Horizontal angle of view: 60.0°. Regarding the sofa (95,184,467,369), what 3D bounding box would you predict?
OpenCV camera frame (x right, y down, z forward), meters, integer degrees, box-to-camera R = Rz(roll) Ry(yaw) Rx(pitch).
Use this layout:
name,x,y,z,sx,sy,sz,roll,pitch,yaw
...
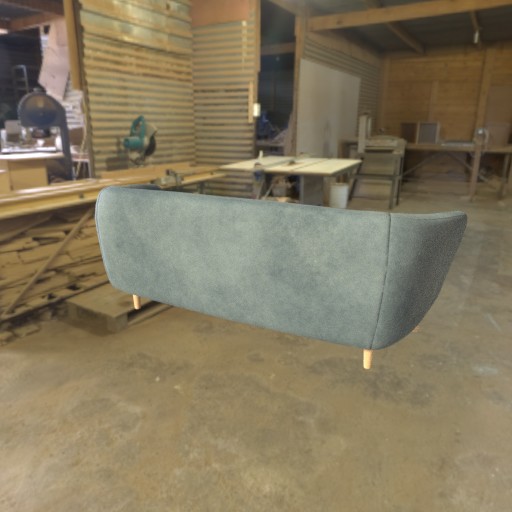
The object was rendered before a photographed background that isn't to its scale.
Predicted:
name,x,y,z,sx,sy,sz,roll,pitch,yaw
sofa,0.000,0.000,2.544,2.095,0.795,0.849,9,19,27
